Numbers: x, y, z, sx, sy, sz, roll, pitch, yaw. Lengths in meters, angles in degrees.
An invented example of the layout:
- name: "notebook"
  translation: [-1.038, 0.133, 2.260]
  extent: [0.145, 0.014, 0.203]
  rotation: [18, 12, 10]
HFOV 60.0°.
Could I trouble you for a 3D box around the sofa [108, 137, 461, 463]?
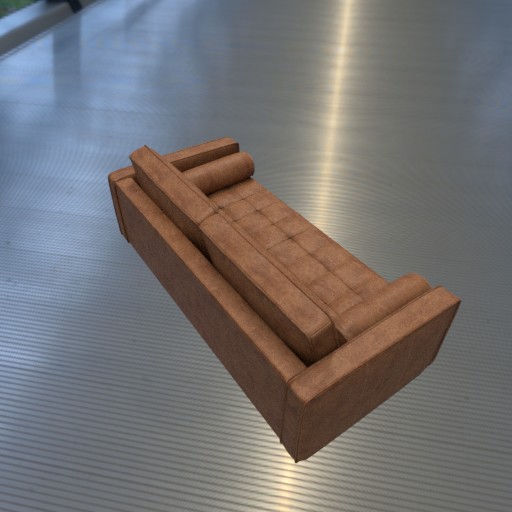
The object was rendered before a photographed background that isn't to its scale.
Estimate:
- name: "sofa"
  translation: [0.000, 0.000, 2.461]
  extent: [0.924, 0.825, 1.920]
  rotation: [-25, 47, -25]
